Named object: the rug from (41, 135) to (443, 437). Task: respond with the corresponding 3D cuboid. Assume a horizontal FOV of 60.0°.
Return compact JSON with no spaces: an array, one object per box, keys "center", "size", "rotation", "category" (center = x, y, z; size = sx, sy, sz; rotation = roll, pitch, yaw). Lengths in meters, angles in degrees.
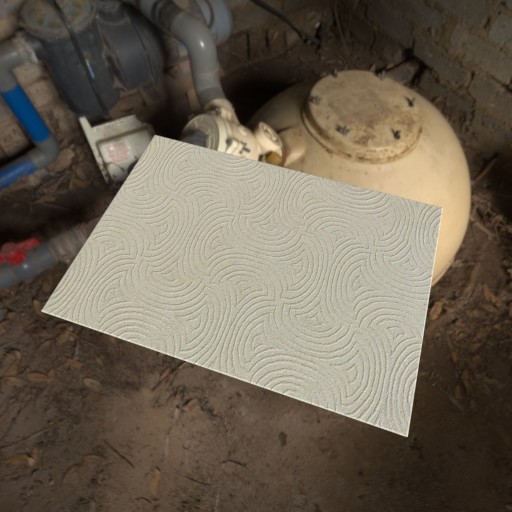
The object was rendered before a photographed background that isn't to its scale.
[{"center":[0.000,0.000,2.785],"size":[2.132,0.015,1.526],"rotation":[16,60,10],"category":"rug"}]
